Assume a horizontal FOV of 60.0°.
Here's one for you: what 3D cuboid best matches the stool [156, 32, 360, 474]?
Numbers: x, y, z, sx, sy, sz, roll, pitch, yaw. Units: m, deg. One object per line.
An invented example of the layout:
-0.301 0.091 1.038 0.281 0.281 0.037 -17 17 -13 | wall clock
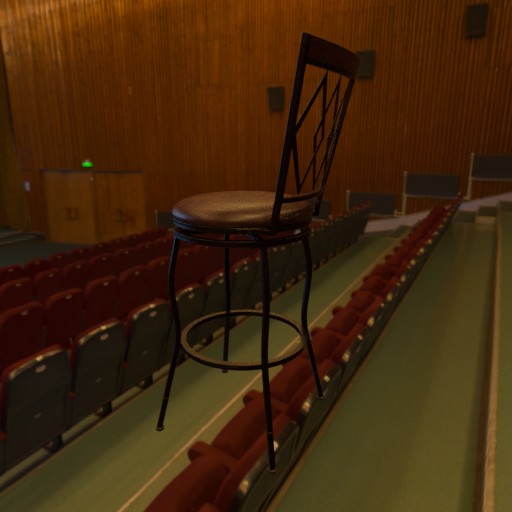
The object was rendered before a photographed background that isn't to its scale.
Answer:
0.000 0.000 1.355 0.521 1.134 0.432 8 17 26 | stool
